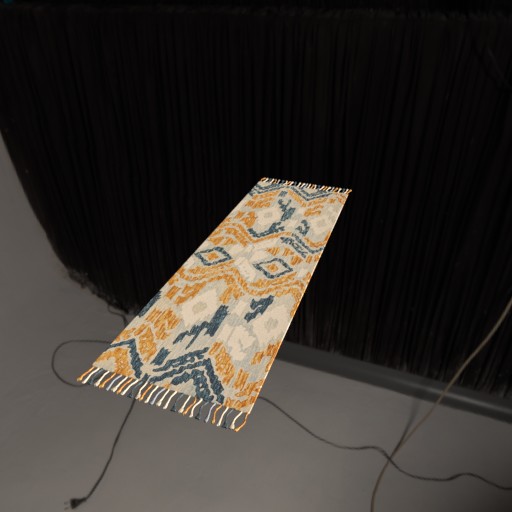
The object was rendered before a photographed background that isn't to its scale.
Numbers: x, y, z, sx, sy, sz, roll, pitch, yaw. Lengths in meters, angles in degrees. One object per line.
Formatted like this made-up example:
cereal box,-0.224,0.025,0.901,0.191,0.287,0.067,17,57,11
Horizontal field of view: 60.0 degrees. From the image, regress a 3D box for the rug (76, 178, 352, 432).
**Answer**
rug,0.000,0.000,2.775,0.783,0.010,2.437,11,34,17
